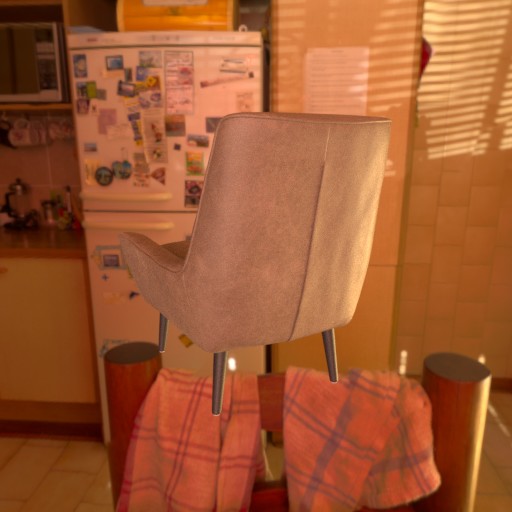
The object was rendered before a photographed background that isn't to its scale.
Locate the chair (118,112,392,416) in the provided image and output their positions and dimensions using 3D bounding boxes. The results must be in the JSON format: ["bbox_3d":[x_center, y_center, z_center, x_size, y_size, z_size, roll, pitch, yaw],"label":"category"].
[{"bbox_3d":[0.000,0.000,1.516,0.787,0.888,0.824,-7,15,-25],"label":"chair"}]
